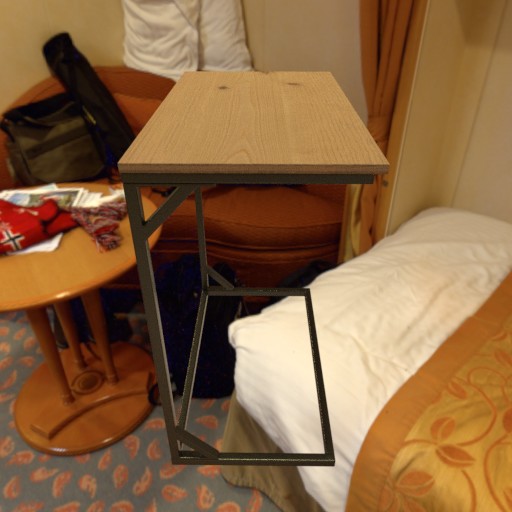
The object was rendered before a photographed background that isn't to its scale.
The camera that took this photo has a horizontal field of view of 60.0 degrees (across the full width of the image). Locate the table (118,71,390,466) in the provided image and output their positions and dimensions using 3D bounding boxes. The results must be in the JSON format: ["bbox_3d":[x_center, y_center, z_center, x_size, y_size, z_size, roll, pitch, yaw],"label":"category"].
[{"bbox_3d":[0.000,0.000,1.003,0.351,0.673,0.597,0,33,1],"label":"table"}]
